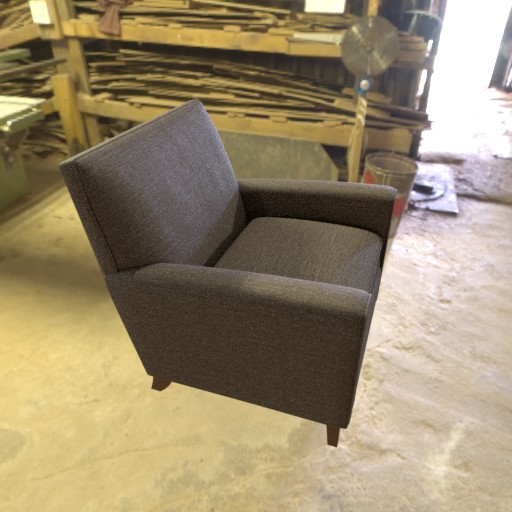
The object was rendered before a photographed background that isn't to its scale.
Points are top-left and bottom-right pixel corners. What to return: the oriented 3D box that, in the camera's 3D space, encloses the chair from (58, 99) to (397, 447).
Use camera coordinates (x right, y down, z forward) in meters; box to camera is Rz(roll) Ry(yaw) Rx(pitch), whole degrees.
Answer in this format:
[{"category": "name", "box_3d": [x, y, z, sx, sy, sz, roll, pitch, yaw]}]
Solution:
[{"category": "chair", "box_3d": [0.000, 0.000, 1.608, 0.875, 0.885, 0.838, 11, 34, 17]}]
